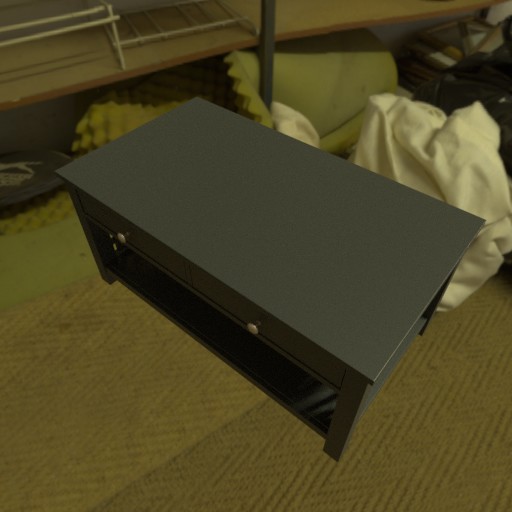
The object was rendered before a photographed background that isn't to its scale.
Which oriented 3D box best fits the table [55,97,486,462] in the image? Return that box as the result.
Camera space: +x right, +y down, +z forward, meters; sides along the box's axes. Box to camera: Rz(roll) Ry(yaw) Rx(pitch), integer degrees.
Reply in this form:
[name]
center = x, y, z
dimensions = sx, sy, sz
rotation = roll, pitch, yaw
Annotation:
[table]
center = 0.000, 0.000, 1.415
dimensions = 1.068, 0.493, 0.612
rotation = 31, 54, 26
